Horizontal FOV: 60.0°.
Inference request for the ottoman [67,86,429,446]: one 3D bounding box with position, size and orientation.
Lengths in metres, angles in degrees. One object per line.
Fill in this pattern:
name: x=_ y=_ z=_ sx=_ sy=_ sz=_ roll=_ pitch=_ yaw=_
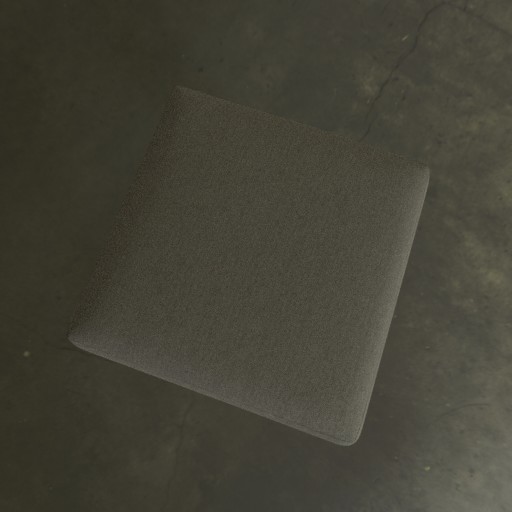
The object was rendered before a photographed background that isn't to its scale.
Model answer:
ottoman: x=0.000 y=0.000 z=1.652 sx=1.041 sy=0.470 sz=1.041 roll=19 pitch=76 yaw=5
